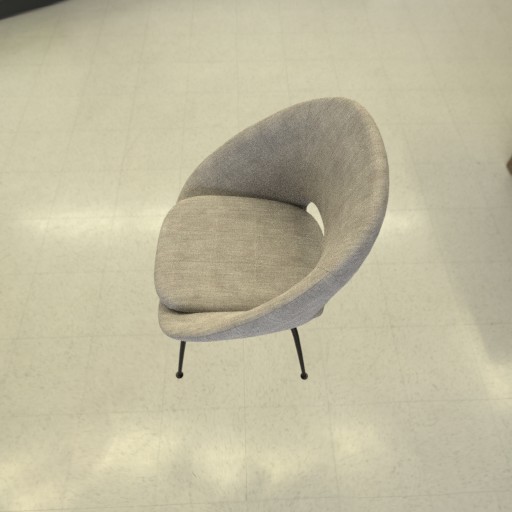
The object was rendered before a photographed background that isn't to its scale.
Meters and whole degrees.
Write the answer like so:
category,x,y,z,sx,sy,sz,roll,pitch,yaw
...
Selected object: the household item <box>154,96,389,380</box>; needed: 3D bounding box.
category,x,y,z,sx,sy,sz,roll,pitch,yaw
household item,0.000,0.000,1.323,0.587,0.869,0.643,0,57,0
